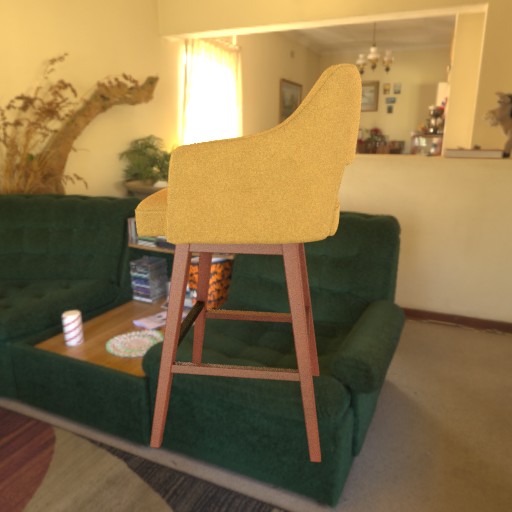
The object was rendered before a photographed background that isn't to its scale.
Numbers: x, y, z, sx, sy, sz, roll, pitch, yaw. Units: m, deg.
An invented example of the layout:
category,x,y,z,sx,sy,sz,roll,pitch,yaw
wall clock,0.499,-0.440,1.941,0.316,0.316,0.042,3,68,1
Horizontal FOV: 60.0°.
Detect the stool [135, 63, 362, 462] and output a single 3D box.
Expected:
category,x,y,z,sx,sy,sz,roll,pitch,yaw
stool,0.000,0.000,1.311,0.558,1.012,0.548,2,15,7
